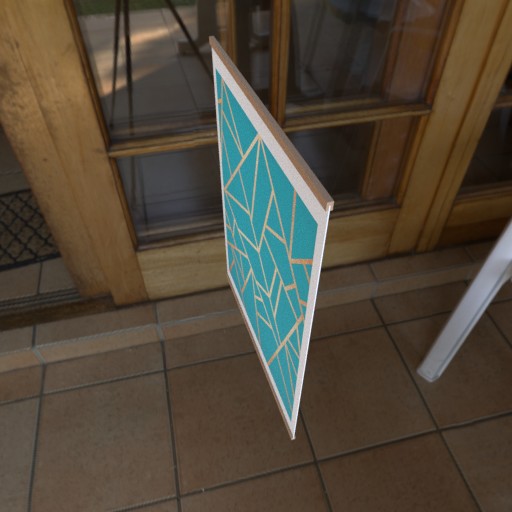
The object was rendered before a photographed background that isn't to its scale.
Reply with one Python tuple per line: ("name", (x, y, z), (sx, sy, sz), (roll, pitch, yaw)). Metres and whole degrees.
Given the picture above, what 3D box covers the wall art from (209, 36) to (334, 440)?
("wall art", (0.000, 0.000, 1.352), (0.013, 1.016, 0.758), (-14, 48, -13))
